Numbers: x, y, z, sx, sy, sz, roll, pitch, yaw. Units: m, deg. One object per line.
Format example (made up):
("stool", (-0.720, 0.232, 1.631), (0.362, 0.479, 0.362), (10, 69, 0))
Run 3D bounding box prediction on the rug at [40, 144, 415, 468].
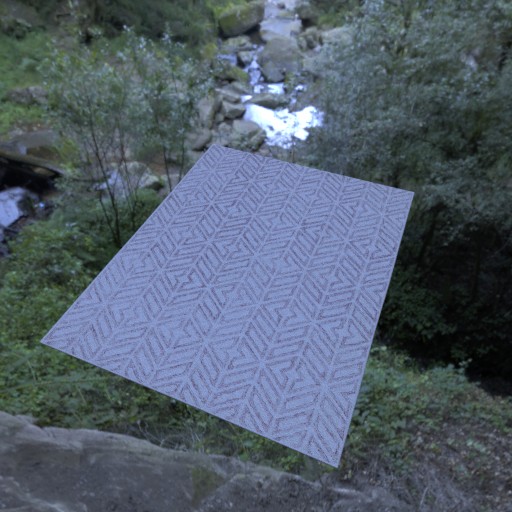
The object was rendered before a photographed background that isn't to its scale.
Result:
("rug", (0.000, 0.000, 4.128), (2.421, 0.008, 3.045), (17, 49, 15))
